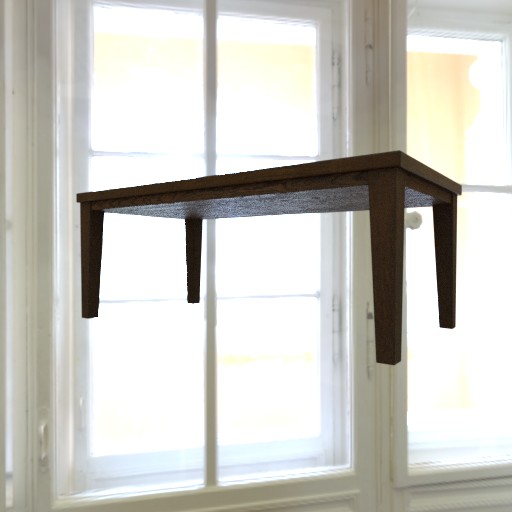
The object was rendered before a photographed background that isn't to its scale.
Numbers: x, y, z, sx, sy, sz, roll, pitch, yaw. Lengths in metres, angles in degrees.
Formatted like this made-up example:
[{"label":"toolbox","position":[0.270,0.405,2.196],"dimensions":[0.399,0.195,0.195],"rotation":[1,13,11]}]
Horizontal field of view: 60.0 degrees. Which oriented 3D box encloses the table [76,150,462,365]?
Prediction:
[{"label":"table","position":[0.000,0.000,2.542],"dimensions":[1.981,0.762,1.016],"rotation":[0,1,36]}]
